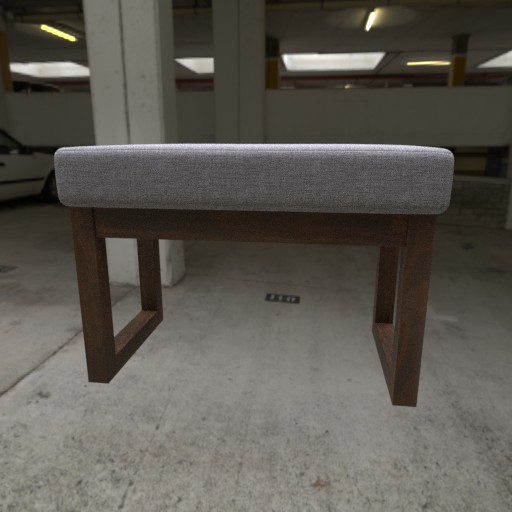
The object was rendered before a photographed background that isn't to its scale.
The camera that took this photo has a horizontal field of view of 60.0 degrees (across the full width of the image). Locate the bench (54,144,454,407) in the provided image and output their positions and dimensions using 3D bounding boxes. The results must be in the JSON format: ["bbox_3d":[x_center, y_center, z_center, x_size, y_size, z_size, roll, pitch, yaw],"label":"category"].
[{"bbox_3d":[0.000,0.000,0.959,0.681,0.467,0.366,2,15,7],"label":"bench"}]
